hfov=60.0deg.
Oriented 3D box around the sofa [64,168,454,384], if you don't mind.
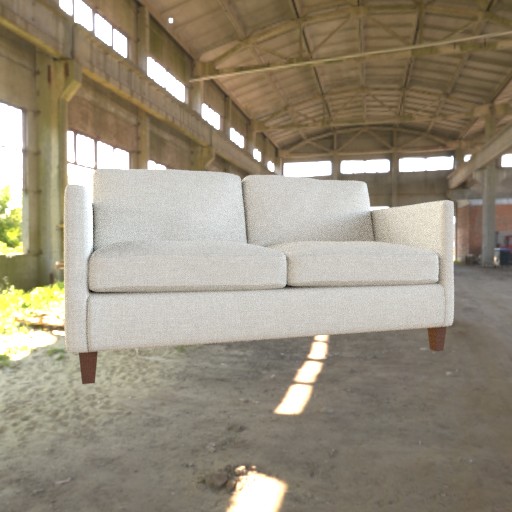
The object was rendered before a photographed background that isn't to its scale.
[{"bbox_3d":[0.000,0.000,2.376,1.838,0.963,0.950,0,1,-19],"label":"sofa"}]
